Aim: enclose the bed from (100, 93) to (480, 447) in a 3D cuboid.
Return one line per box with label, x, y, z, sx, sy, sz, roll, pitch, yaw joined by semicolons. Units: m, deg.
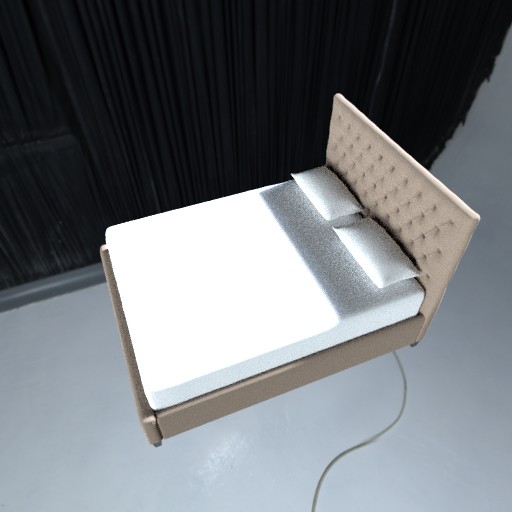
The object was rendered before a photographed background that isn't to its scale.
bed;0.000;0.000;3.364;2.233;1.426;1.696;-17;49;-15
